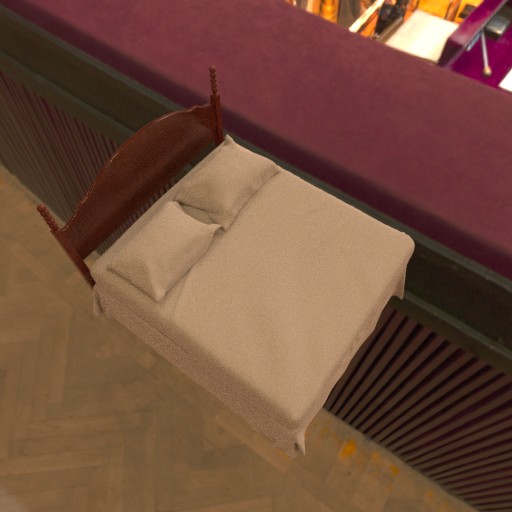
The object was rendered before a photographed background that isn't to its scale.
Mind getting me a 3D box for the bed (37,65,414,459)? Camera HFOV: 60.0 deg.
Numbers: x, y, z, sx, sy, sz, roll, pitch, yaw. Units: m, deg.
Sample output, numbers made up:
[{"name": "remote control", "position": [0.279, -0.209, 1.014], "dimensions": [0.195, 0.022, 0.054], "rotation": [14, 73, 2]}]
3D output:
[{"name": "bed", "position": [0.000, 0.000, 3.214], "dimensions": [2.040, 1.356, 1.873], "rotation": [32, 64, 18]}]
